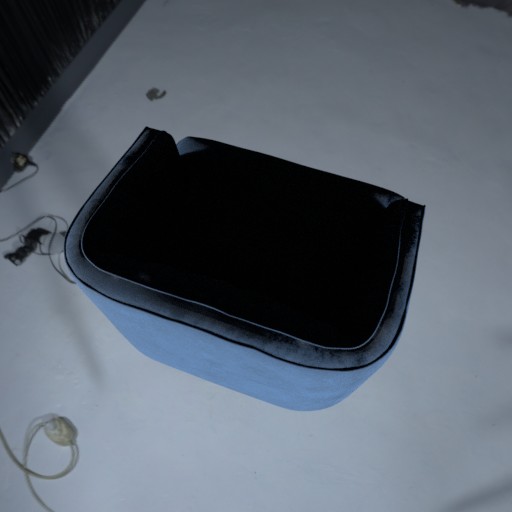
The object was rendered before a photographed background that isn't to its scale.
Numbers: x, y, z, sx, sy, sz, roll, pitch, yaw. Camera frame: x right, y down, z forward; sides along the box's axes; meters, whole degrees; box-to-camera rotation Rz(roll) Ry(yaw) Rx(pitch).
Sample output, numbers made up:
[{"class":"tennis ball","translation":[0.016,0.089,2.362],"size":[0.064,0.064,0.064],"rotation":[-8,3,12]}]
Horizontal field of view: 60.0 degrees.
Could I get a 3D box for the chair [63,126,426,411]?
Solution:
[{"class":"chair","translation":[0.000,0.000,1.736],"size":[1.094,0.852,0.940],"rotation":[18,65,9]}]
